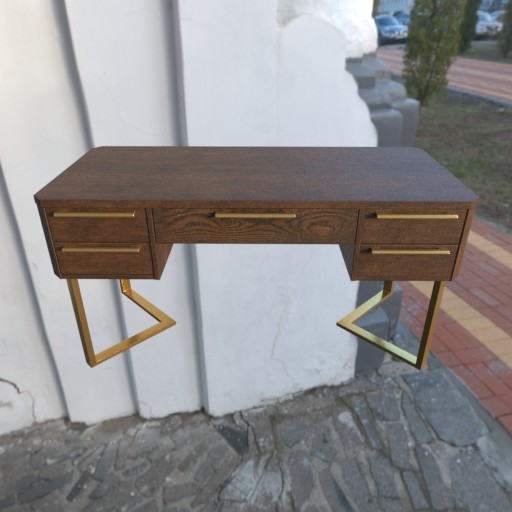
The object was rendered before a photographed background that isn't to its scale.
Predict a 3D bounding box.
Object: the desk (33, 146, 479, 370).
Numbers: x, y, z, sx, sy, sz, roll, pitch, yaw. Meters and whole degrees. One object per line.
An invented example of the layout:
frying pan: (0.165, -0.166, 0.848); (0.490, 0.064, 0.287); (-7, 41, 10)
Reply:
desk: (0.000, 0.000, 1.900); (1.479, 0.762, 0.684); (0, 29, 1)
